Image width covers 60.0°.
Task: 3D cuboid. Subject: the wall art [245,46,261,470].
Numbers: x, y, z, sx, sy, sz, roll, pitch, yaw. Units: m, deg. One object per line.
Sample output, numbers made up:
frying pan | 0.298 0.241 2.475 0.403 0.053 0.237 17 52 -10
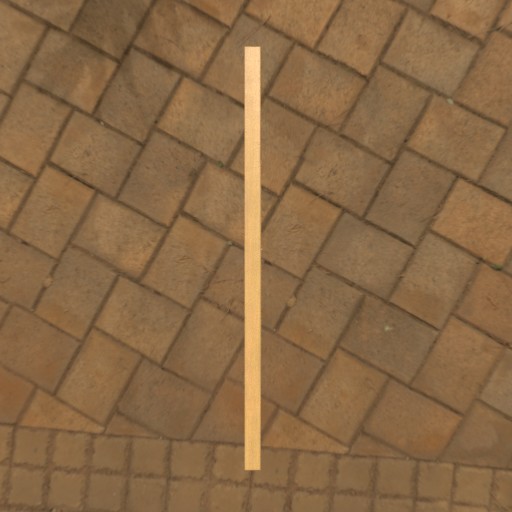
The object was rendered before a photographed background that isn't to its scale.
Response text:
wall art | 0.000 0.000 1.336 0.030 1.002 0.798 0 91 1
